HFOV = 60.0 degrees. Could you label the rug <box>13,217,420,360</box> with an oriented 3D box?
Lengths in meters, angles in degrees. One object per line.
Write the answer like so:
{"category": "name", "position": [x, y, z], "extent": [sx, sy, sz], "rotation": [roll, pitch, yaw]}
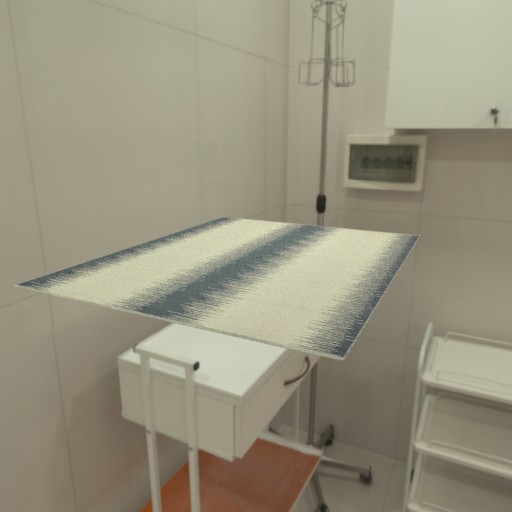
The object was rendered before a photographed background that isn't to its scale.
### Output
{"category": "rug", "position": [0.000, 0.000, 3.989], "extent": [2.453, 0.004, 3.037], "rotation": [8, 17, 25]}
